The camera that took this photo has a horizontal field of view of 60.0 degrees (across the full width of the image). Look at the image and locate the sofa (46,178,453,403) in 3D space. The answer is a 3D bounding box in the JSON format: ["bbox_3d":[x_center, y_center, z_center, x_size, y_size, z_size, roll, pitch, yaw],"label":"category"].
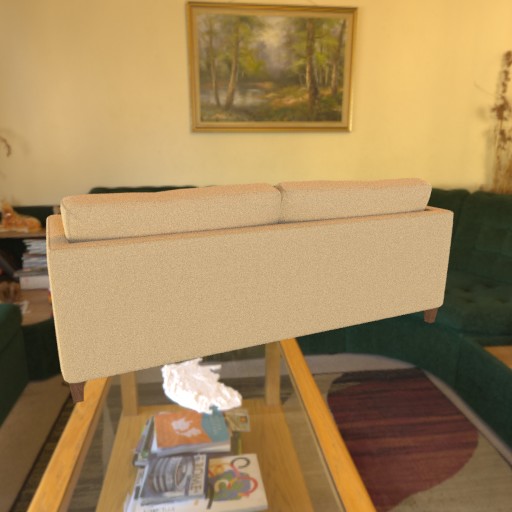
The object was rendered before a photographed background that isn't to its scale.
[{"bbox_3d":[0.000,0.000,2.799,2.361,0.968,0.951,-7,17,-24],"label":"sofa"}]
